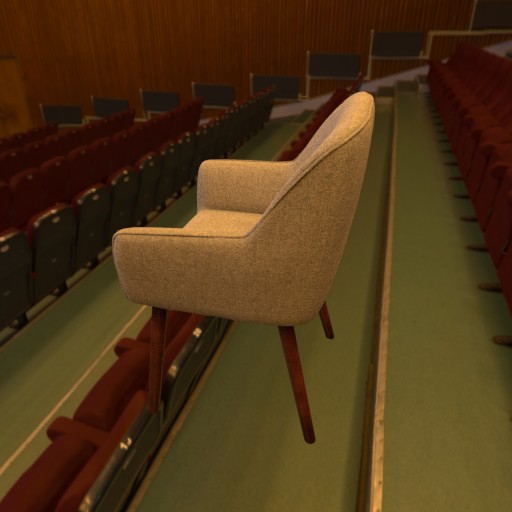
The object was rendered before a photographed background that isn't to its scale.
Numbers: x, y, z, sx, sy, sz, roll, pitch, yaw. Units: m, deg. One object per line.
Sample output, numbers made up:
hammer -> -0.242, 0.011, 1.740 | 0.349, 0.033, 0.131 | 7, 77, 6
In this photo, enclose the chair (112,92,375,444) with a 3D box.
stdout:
chair -> 0.000, 0.000, 1.184 | 0.519, 0.803, 0.543 | 8, 30, 13
